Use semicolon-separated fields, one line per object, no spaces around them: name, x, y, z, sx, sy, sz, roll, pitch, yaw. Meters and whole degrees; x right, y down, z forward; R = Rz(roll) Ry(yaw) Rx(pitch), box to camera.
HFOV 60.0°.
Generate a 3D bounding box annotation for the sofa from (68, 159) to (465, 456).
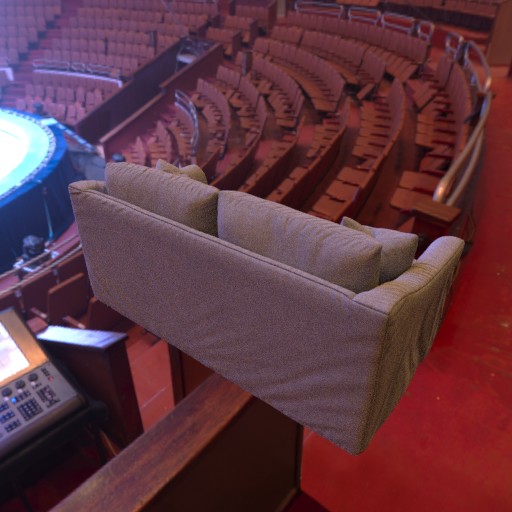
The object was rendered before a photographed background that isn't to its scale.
sofa;0.000;0.000;2.602;2.010;1.018;1.072;22;37;32
